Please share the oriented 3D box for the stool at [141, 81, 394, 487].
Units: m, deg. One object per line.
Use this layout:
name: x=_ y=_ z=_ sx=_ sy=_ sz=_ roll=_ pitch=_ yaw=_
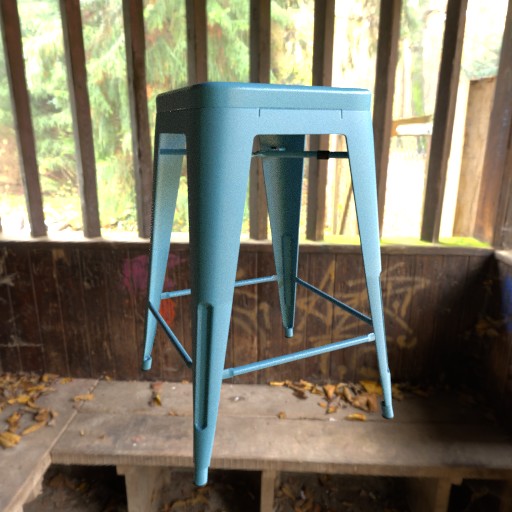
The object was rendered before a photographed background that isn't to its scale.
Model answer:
stool: x=0.000 y=0.000 z=0.874 sx=0.410 sy=0.608 sz=0.410 roll=-8 pitch=18 yaw=-25
